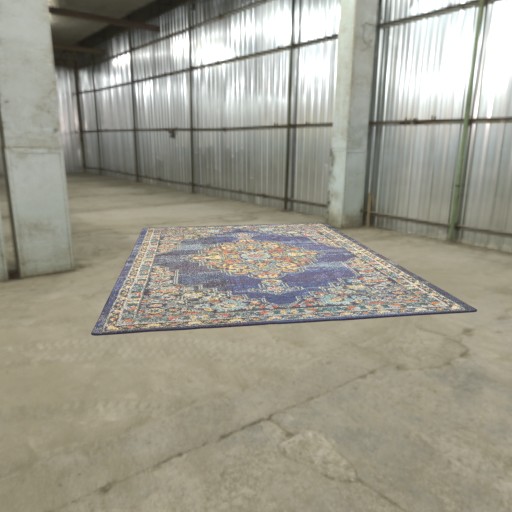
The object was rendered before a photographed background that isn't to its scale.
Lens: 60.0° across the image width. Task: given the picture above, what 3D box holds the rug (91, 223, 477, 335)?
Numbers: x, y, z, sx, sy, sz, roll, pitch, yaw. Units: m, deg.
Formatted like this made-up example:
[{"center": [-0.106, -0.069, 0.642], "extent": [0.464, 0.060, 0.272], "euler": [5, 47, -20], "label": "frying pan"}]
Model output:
[{"center": [0.000, 0.000, 2.875], "extent": [1.630, 0.009, 2.232], "euler": [-2, 14, -9], "label": "rug"}]
